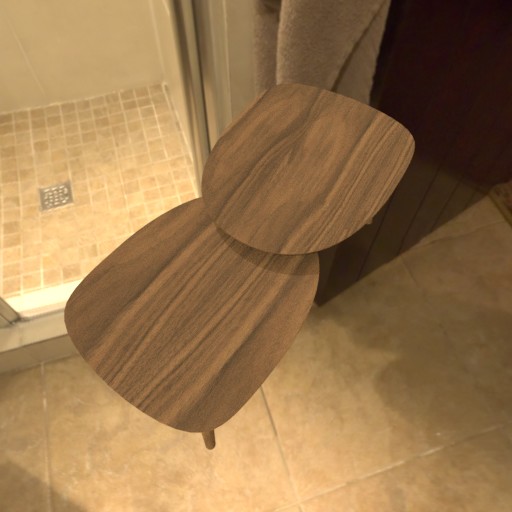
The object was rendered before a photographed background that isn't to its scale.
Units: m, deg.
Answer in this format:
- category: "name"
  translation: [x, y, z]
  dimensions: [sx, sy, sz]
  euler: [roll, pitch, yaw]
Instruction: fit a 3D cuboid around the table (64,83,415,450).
- category: "table"
  translation: [0.000, 0.000, 1.337]
  dimensions: [0.527, 0.429, 1.084]
  euler: [31, 63, 18]
